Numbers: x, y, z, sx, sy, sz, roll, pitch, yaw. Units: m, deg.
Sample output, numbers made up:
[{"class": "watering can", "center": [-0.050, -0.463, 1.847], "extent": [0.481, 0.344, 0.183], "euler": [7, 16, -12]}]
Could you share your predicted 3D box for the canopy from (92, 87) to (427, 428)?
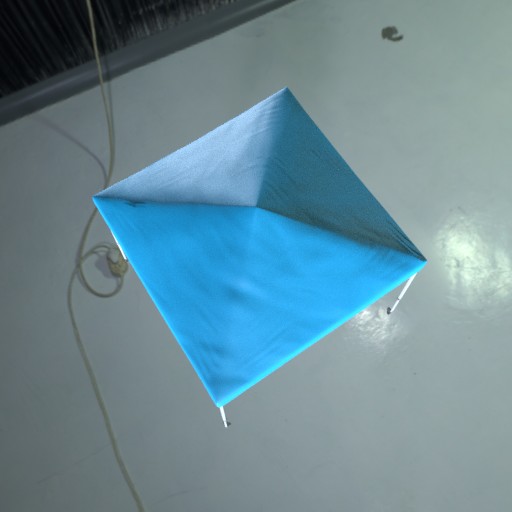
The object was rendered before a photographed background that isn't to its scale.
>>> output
[{"class": "canopy", "center": [0.000, 0.000, 5.150], "extent": [2.848, 2.849, 2.849], "euler": [-32, 76, -9]}]
